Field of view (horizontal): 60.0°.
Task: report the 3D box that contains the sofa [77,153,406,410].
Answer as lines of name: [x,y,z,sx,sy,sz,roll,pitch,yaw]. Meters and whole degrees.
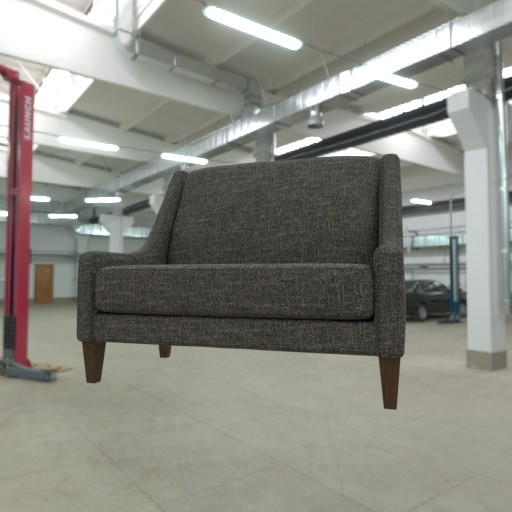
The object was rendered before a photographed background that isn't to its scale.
sofa: [0.000,0.000,1.955,1.242,1.021,0.870,-1,-3,18]
